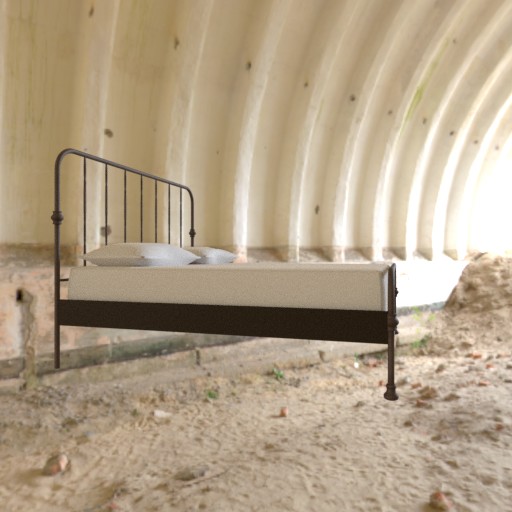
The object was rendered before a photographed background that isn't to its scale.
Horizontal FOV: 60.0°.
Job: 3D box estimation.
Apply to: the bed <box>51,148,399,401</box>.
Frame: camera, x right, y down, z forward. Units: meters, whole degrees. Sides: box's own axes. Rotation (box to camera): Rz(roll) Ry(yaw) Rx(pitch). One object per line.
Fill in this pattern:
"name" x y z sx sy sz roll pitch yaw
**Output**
"bed" 0.000 0.000 3.476 2.134 1.446 2.044 0 0 18
